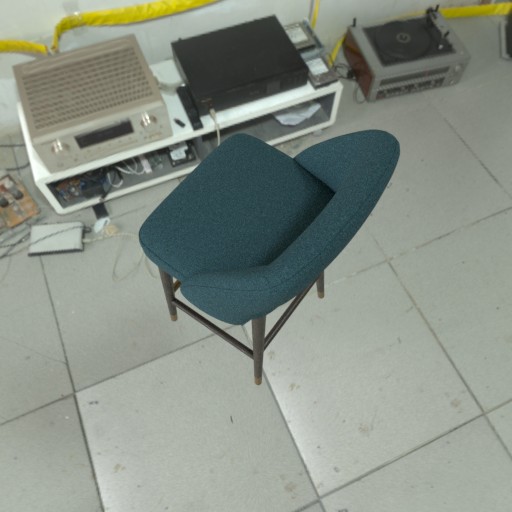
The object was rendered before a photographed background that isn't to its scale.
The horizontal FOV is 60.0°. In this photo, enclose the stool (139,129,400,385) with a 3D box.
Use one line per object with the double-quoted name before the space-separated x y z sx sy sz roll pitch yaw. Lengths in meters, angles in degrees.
"stool" 0.000 0.000 1.341 0.522 1.032 0.536 34 68 15
